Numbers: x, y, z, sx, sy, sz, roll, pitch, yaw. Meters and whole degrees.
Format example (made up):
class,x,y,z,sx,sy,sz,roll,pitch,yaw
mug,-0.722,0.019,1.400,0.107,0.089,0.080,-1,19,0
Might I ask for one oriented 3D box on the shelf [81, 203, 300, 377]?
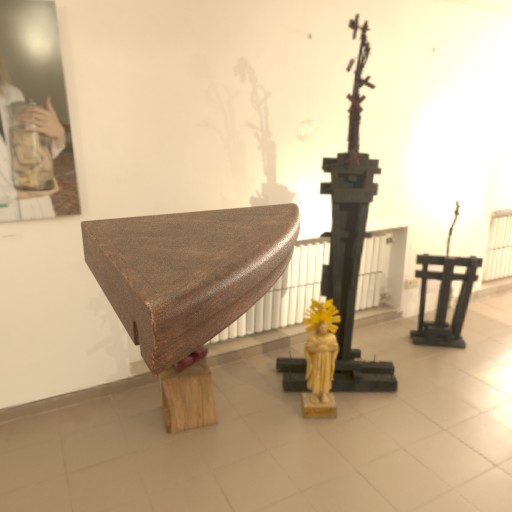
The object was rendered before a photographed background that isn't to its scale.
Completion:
class,x,y,z,sx,sy,sz,roll,pitch,yaw
shelf,0.000,0.000,0.474,0.310,0.050,0.310,-8,18,-27
